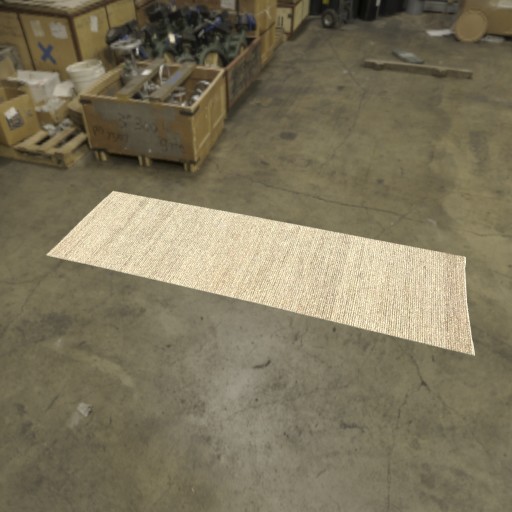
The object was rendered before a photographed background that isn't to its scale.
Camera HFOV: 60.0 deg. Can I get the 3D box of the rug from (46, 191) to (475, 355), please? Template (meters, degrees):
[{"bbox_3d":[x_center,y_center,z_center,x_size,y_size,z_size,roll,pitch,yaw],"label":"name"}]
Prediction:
[{"bbox_3d":[0.000,0.000,2.621,2.390,0.014,0.741,12,42,13],"label":"rug"}]
